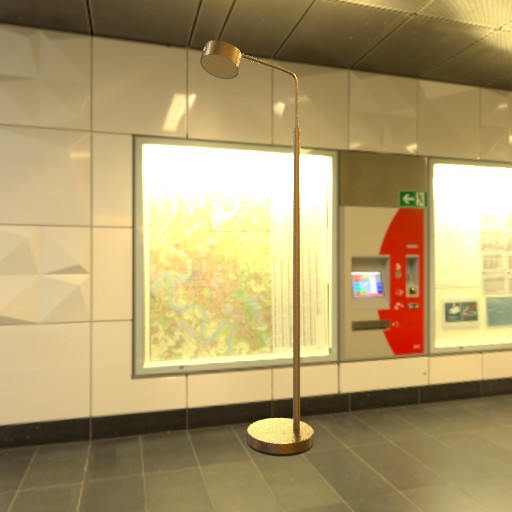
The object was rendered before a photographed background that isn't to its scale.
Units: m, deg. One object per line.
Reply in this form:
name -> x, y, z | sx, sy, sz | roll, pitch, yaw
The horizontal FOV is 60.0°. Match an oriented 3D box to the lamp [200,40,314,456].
lamp -> 0.000, 0.000, 1.411 | 0.418, 1.230, 0.219 | 0, 0, -36
